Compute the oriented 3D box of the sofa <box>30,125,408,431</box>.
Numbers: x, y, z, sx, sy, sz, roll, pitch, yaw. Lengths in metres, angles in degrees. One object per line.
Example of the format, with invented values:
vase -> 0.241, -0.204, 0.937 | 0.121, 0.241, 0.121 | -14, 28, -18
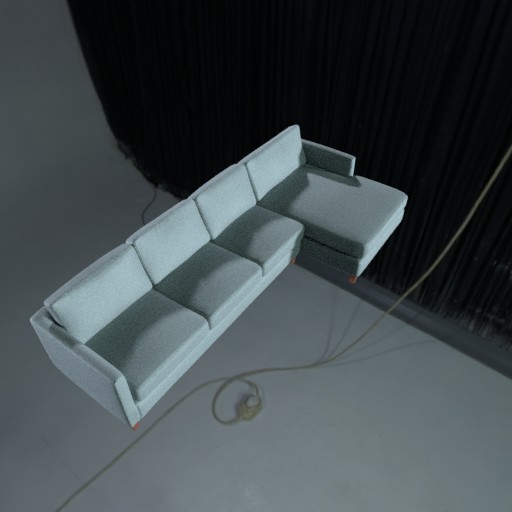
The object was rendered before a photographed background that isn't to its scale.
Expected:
sofa -> 0.000, 0.000, 4.049 | 1.604, 0.950, 3.471 | 26, 49, 25
